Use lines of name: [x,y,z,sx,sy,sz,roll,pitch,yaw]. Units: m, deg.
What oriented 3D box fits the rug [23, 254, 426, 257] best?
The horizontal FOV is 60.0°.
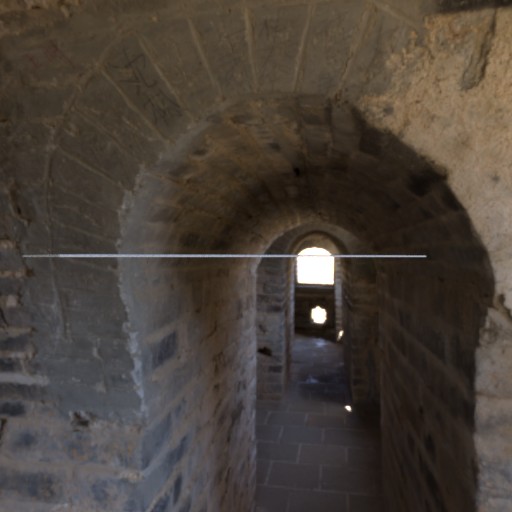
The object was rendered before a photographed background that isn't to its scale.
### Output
rug: [0.000,0.000,2.702,2.430,0.012,0.759,0,0,-37]
